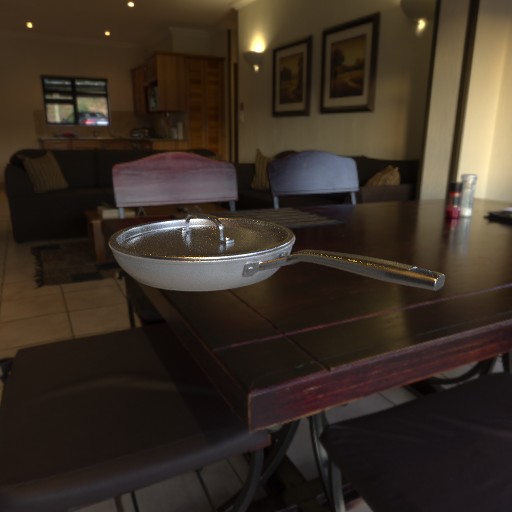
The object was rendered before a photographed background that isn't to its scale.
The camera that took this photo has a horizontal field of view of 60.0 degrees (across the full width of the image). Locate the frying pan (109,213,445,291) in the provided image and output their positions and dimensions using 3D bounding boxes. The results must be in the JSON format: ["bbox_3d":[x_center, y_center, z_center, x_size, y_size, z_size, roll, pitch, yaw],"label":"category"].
[{"bbox_3d":[0.000,0.000,0.594,0.490,0.086,0.272,14,21,42],"label":"frying pan"}]
